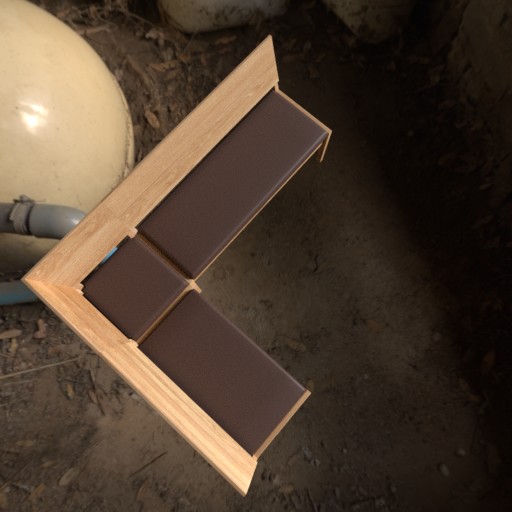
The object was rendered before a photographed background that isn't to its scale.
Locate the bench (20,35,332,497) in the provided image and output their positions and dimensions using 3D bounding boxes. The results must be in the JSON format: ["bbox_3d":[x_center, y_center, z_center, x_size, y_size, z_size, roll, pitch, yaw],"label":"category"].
[{"bbox_3d":[0.000,0.000,2.759,1.549,0.890,1.975,40,80,8],"label":"bench"}]
